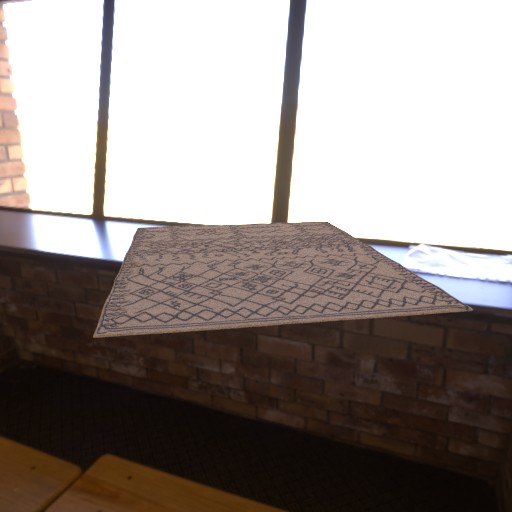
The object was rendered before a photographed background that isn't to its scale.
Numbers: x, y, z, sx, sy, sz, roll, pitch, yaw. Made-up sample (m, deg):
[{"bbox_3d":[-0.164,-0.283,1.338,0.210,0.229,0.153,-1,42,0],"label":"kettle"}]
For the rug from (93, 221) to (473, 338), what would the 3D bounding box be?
[{"bbox_3d":[0.000,0.000,3.362,1.964,0.025,2.455,-3,16,-9],"label":"rug"}]
